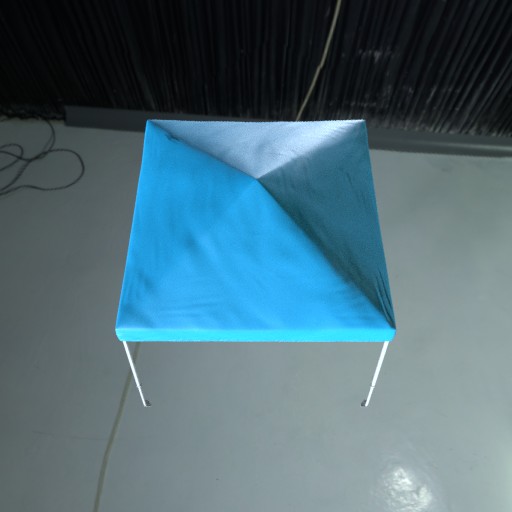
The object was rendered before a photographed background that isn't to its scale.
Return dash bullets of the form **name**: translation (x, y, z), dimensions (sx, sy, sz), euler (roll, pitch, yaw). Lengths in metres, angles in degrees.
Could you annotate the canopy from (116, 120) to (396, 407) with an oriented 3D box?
- **canopy**: translation (0.000, 0.000, 5.032), dimensions (2.848, 2.849, 2.849), euler (0, 63, 0)
